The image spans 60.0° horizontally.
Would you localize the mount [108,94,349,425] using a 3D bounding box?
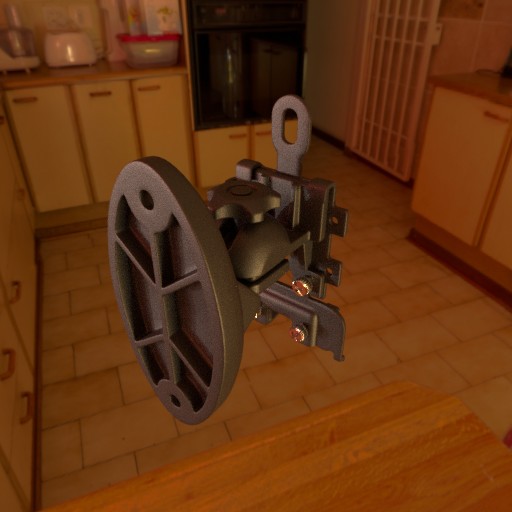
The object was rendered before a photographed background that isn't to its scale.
[{"bbox_3d":[0.000,0.000,0.179,0.066,0.118,0.100,22,38,31],"label":"mount"}]
